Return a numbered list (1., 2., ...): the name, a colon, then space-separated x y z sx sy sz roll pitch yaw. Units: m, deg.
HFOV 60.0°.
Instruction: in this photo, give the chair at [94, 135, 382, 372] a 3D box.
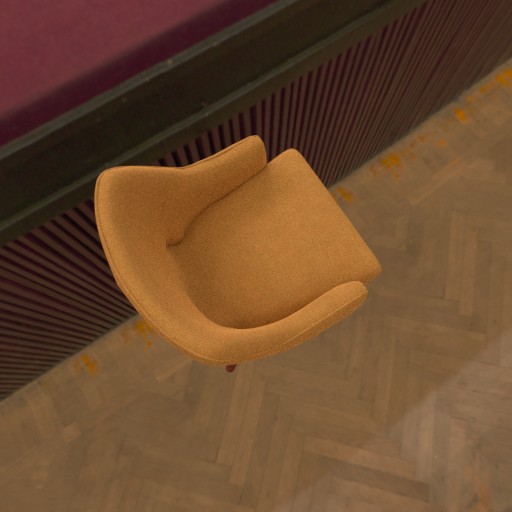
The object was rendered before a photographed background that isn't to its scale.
1. chair: 0.000 0.000 1.242 0.605 0.849 0.548 -31 77 -8
